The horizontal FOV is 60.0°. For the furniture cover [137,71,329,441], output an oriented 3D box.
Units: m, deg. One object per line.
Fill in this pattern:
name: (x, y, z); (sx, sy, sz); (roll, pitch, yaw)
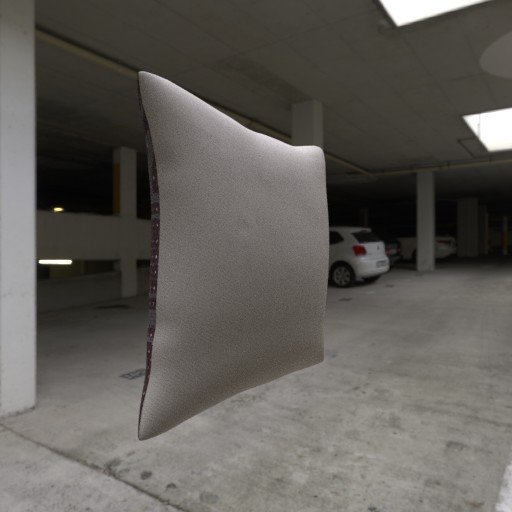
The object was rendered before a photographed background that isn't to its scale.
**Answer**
furniture cover: (0.000, 0.000, 0.828); (0.193, 0.509, 0.552); (0, 0, 35)
